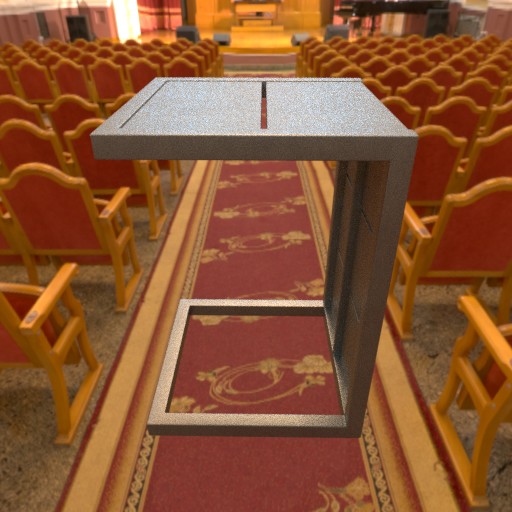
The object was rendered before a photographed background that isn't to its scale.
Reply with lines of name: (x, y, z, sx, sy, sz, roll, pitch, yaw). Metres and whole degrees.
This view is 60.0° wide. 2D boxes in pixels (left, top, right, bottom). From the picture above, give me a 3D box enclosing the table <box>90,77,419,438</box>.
table: (0.000, 0.000, 0.895, 0.420, 0.609, 0.405, 0, 32, 1)
